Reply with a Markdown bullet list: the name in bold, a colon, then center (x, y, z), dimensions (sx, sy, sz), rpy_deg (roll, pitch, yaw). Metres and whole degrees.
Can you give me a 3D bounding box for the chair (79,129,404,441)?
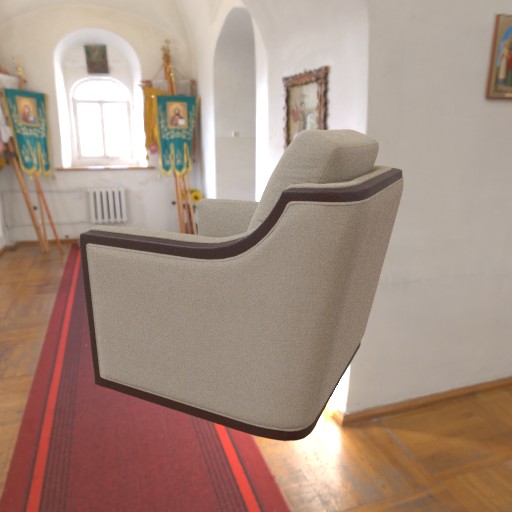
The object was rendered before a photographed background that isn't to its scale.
- **chair**: center (0.000, 0.000, 1.690), dimensions (0.950, 0.930, 0.870), rpy_deg (8, 18, 25)
